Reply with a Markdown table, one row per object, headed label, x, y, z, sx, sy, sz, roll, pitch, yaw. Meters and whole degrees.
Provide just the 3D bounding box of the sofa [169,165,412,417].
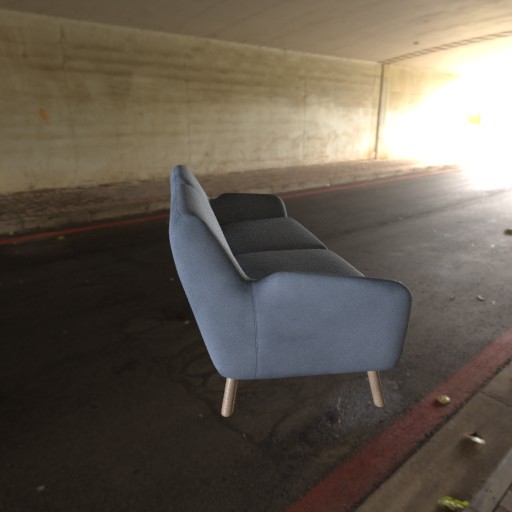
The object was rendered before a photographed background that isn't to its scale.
| label | x | y | z | sx | sy | sz | roll | pitch | yaw |
| --- | --- | --- | --- | --- | --- | --- | --- | --- | --- |
| sofa | 0.000 | 0.000 | 2.322 | 0.850 | 0.810 | 1.870 | -3 | 17 | -10 |
